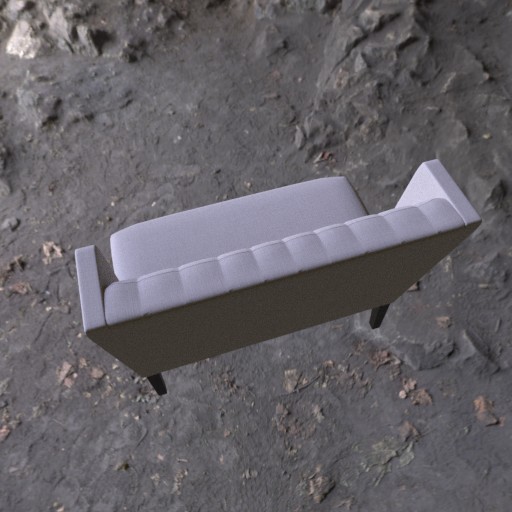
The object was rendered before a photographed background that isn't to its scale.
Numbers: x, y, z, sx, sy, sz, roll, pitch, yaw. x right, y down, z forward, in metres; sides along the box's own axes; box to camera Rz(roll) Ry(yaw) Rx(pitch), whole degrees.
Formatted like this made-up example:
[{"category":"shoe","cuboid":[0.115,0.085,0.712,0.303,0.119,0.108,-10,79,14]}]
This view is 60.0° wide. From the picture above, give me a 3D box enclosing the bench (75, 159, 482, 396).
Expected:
[{"category":"bench","cuboid":[0.000,0.000,1.989,1.280,1.123,0.847,-15,60,-9]}]
